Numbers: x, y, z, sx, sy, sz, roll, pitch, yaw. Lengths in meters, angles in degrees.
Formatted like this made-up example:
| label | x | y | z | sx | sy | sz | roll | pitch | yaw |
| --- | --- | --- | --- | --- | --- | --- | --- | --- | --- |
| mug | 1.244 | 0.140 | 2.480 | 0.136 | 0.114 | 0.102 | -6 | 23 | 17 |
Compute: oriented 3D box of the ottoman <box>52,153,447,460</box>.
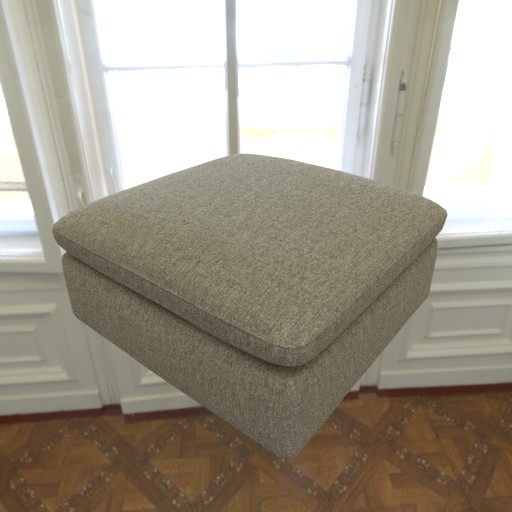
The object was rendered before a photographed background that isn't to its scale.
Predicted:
| label | x | y | z | sx | sy | sz | roll | pitch | yaw |
| --- | --- | --- | --- | --- | --- | --- | --- | --- | --- |
| ottoman | 0.000 | 0.000 | 1.627 | 1.039 | 0.526 | 1.035 | 22 | 36 | 33 |
